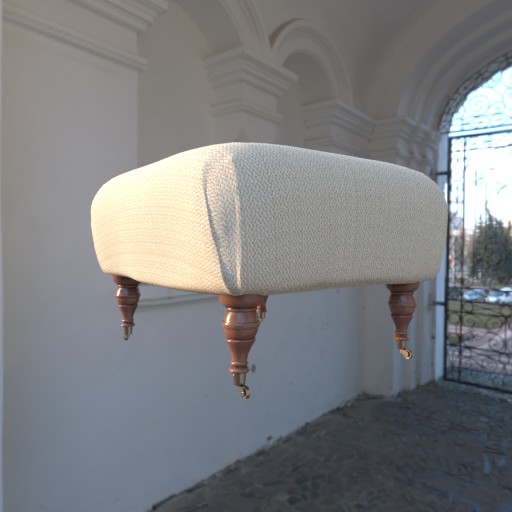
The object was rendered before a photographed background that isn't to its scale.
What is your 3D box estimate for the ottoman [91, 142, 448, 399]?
[{"bbox_3d":[0.000,0.000,1.072,0.622,0.447,0.684,-1,1,-36],"label":"ottoman"}]
